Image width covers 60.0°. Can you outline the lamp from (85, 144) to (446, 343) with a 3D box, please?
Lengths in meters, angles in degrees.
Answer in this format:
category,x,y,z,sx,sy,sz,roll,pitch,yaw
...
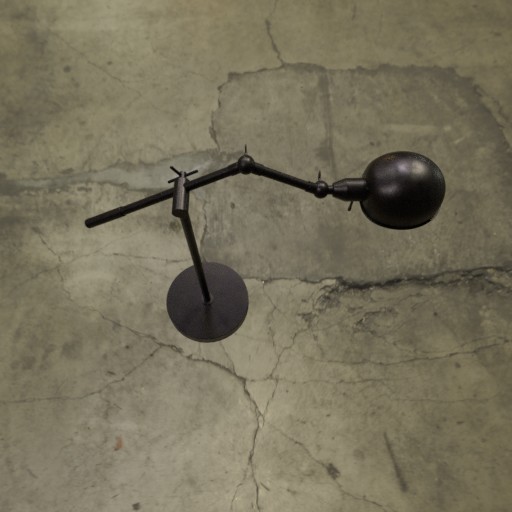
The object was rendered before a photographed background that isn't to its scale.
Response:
category,x,y,z,sx,sy,sz,roll,pitch,yaw
lamp,0.000,0.000,0.806,0.567,0.495,0.185,-1,64,0
